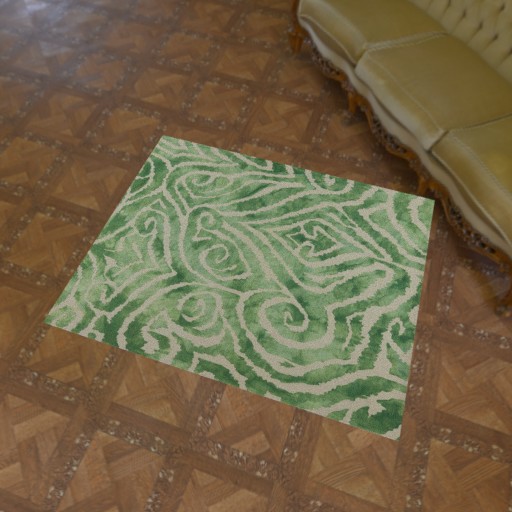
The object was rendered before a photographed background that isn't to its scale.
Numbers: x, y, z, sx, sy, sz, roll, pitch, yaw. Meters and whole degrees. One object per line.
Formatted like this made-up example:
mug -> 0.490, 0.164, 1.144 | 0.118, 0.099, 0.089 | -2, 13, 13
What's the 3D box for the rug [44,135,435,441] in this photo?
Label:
rug -> 0.000, 0.000, 4.176 | 3.045, 0.007, 2.436 | 16, 59, 10
